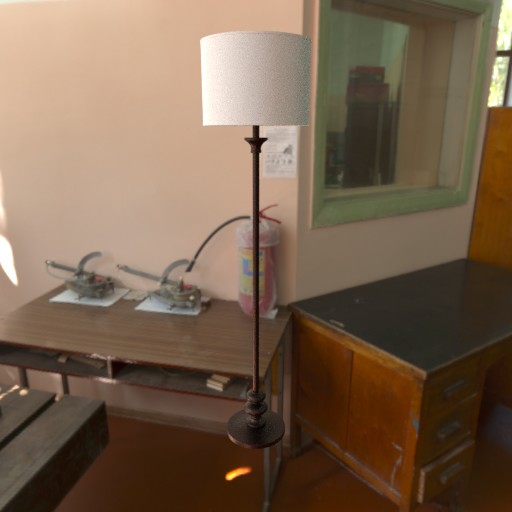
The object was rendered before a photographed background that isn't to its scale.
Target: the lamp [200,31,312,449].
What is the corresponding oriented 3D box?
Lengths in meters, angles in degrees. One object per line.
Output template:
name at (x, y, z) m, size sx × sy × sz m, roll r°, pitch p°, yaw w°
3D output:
lamp at (0.000, 0.000, 1.628) m, size 0.356 × 1.487 × 0.356 m, roll -14°, pitch 21°, yaw -40°
